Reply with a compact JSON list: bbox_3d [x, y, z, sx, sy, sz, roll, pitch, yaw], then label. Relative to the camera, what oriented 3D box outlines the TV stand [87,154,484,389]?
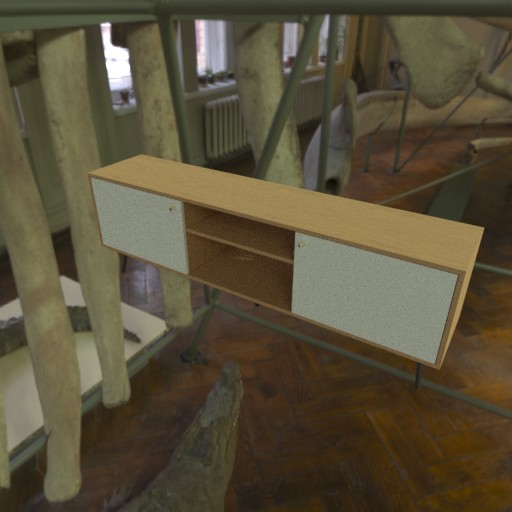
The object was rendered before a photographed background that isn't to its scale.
[{"bbox_3d":[0.000,0.000,2.056,1.760,0.580,0.400,17,34,28],"label":"TV stand"}]
